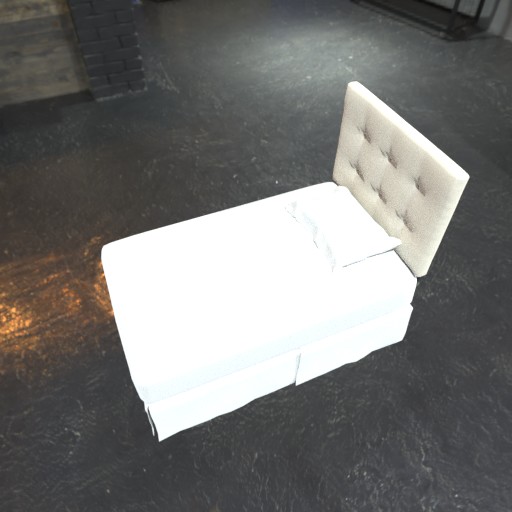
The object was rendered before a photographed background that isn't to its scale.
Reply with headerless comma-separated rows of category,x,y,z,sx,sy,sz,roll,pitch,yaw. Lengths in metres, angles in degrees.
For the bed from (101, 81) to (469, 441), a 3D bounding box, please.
bed,0.000,0.000,2.987,1.997,1.571,1.261,-17,50,-15
